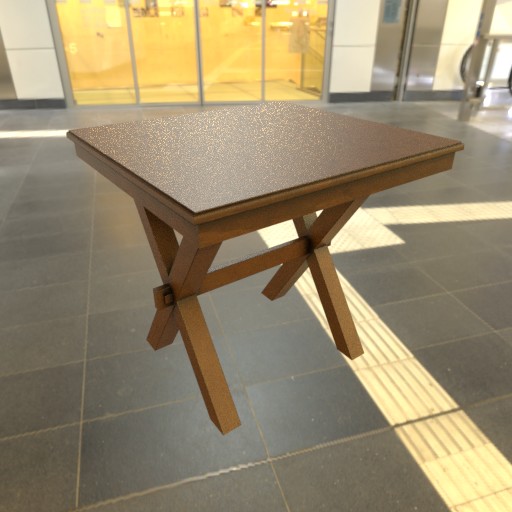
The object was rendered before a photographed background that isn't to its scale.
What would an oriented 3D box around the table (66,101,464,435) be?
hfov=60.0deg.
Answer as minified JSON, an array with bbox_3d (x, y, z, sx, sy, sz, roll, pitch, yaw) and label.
[{"bbox_3d":[0.000,0.000,1.042,0.602,0.562,0.560,-19,34,-31],"label":"table"}]
